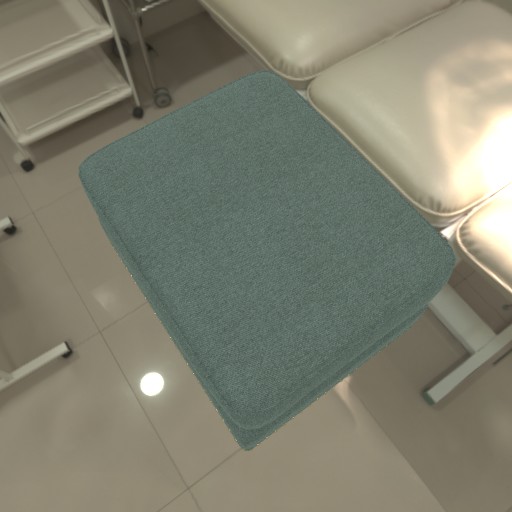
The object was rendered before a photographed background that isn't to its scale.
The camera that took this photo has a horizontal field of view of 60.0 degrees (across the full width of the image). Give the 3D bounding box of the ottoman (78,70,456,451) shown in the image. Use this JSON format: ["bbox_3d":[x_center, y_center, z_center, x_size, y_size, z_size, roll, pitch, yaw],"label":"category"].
[{"bbox_3d":[0.000,0.000,1.153,0.589,0.537,0.738,-32,68,-15],"label":"ottoman"}]
